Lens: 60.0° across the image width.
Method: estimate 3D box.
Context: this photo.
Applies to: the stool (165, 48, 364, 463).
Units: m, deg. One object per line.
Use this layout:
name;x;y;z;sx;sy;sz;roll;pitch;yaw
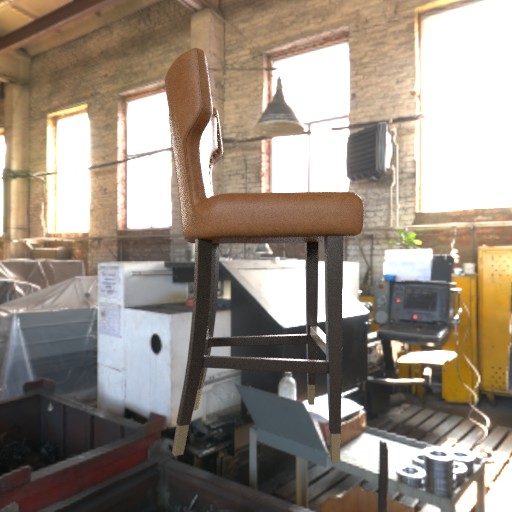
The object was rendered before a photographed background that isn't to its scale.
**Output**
stool;0.000;0.000;1.402;0.563;1.092;0.526;0;0;-1
